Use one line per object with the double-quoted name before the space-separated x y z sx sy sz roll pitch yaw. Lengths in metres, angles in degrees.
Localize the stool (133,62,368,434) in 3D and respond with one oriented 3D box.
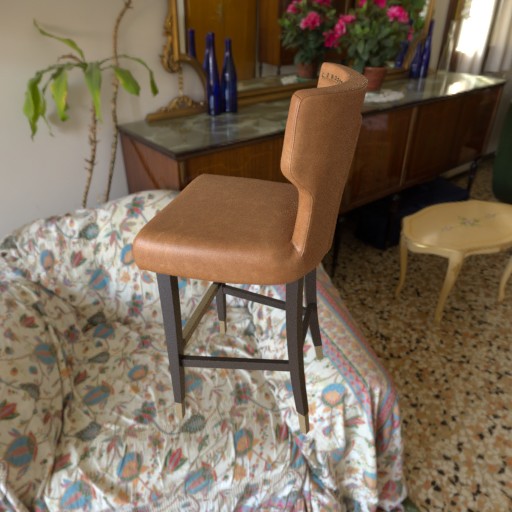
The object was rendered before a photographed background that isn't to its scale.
"stool" 0.000 0.000 1.406 0.563 1.092 0.526 8 31 13
